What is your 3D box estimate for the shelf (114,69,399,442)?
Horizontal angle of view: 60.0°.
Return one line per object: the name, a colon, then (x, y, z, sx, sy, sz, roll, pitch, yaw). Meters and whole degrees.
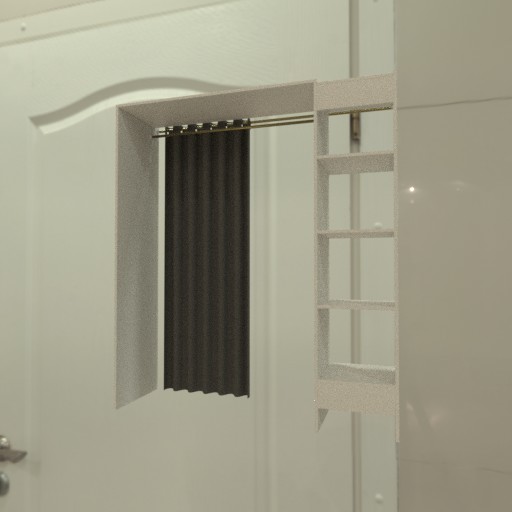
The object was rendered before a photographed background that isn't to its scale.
shelf: (0.000, 0.000, 2.623, 1.600, 1.810, 0.500, 0, -1, 18)
